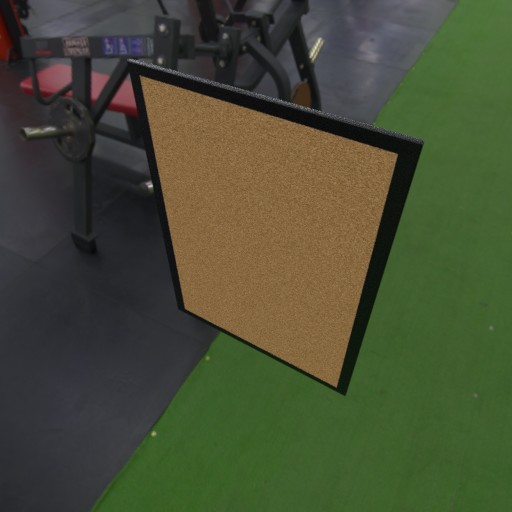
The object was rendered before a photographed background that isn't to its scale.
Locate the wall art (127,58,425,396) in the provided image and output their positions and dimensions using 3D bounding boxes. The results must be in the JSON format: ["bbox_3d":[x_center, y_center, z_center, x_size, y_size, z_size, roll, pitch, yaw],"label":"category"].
[{"bbox_3d":[0.000,0.000,1.274,0.707,0.967,0.013,23,50,21],"label":"wall art"}]
